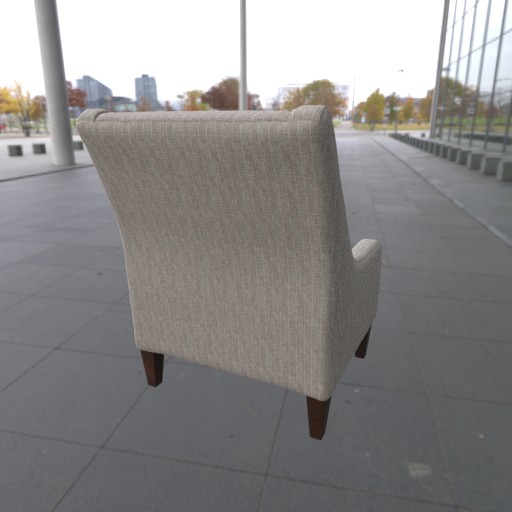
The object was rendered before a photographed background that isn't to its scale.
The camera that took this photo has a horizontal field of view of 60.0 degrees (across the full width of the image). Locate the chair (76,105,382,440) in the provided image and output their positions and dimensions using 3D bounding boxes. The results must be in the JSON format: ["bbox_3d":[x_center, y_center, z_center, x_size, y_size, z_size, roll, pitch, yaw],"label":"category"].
[{"bbox_3d":[0.000,0.000,1.622,0.774,1.014,0.870,8,19,25],"label":"chair"}]
